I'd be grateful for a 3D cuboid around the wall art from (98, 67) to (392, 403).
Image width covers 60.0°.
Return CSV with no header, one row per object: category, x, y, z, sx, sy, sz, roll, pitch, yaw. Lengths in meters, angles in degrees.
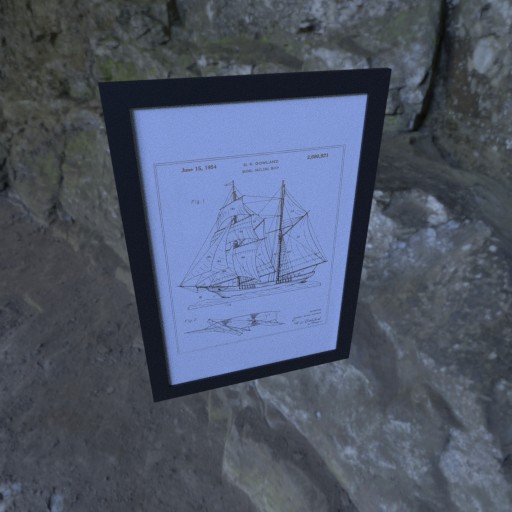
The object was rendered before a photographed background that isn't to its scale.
wall art,0.000,0.000,0.697,0.381,0.534,0.013,-9,32,-14
